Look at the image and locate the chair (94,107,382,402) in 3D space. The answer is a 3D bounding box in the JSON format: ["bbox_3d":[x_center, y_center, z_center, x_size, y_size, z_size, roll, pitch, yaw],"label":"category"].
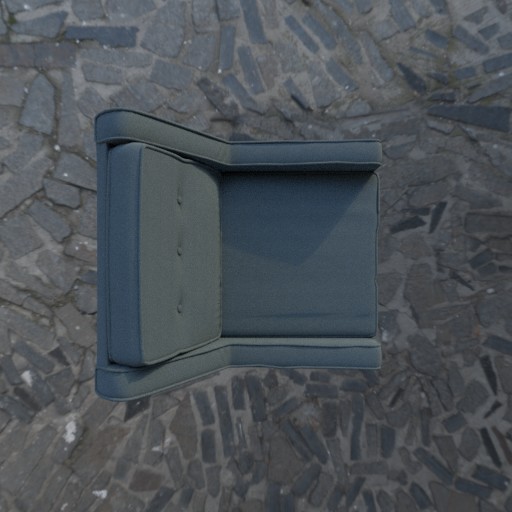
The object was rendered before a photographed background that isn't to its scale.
[{"bbox_3d":[0.000,0.000,1.333,0.733,0.780,0.663,0,90,0],"label":"chair"}]
